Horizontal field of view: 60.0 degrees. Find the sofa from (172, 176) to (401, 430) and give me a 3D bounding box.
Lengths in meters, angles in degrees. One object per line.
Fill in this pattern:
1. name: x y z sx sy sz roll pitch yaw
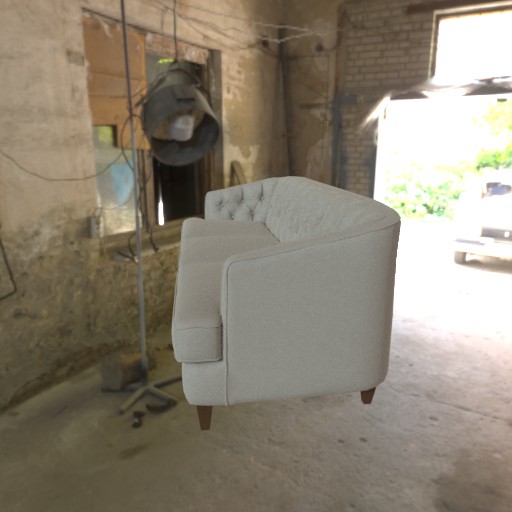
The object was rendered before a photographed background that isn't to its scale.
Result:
1. sofa: 0.000 0.000 2.723 0.941 0.855 2.278 -2 15 -8
